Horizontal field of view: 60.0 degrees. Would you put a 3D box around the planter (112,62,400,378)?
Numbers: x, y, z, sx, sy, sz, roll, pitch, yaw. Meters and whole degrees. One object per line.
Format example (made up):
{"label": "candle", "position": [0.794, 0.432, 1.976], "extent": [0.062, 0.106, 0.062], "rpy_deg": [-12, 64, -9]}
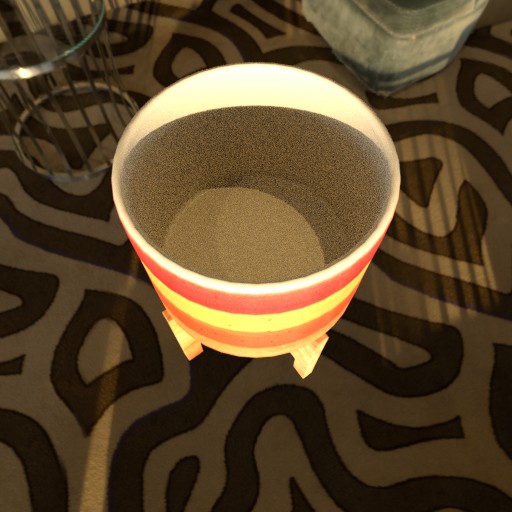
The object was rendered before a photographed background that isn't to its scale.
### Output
{"label": "planter", "position": [0.000, 0.000, 0.562], "extent": [0.269, 0.379, 0.269], "rpy_deg": [0, 63, 0]}
